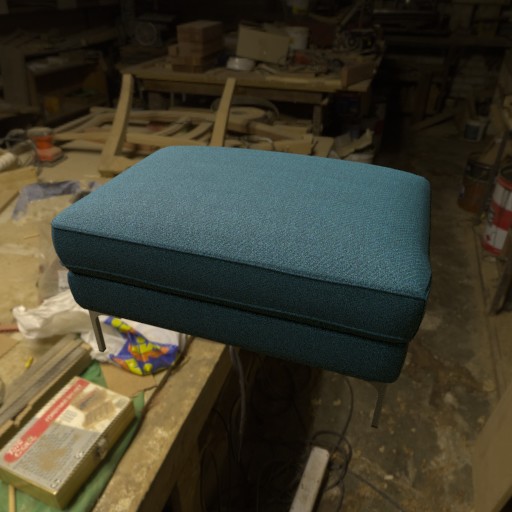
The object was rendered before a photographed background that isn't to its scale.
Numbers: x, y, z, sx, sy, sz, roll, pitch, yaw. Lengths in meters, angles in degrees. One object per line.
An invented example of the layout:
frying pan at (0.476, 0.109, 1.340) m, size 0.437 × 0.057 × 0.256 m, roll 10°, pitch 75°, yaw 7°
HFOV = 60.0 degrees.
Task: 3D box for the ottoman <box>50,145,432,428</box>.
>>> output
ottoman at (0.000, 0.000, 1.213) m, size 0.856 × 0.498 × 0.563 m, roll 11°, pitch 34°, yaw 16°
